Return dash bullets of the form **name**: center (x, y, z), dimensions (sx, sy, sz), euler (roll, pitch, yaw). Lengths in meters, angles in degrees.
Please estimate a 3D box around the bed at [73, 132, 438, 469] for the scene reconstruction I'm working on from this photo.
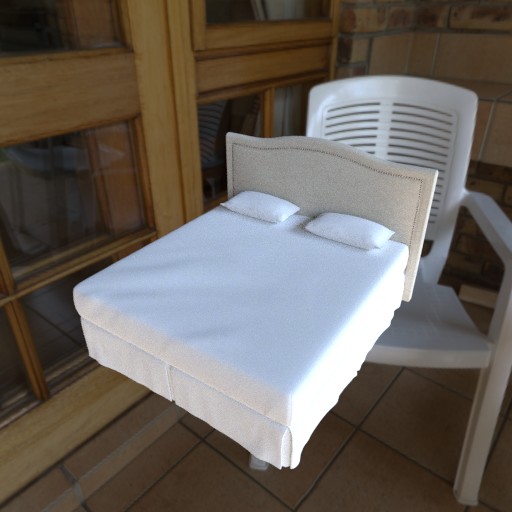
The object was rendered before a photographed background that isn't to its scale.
- **bed**: center (0.000, 0.000, 3.568), dimensions (2.083, 1.421, 2.182), euler (19, 35, 29)
